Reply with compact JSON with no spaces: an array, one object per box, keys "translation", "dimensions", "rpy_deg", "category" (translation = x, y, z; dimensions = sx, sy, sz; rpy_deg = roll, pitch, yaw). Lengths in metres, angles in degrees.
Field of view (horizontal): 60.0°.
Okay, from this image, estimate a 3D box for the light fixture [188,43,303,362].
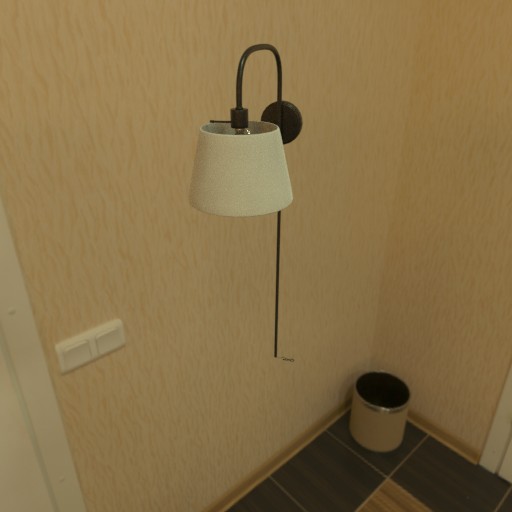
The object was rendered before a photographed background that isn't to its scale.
[{"translation":[0.000,0.000,0.463],"dimensions":[0.092,0.399,0.176],"rpy_deg":[9,28,17],"category":"light fixture"}]
